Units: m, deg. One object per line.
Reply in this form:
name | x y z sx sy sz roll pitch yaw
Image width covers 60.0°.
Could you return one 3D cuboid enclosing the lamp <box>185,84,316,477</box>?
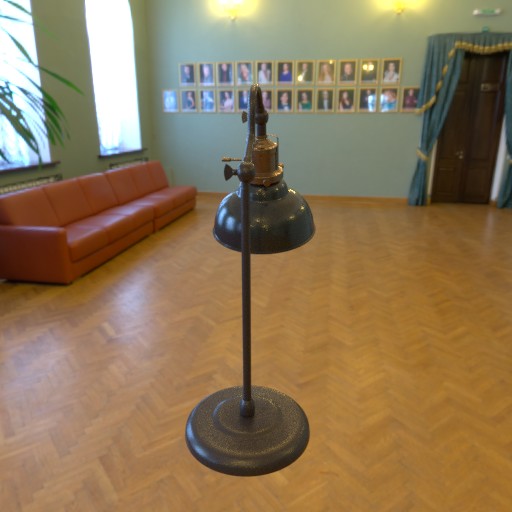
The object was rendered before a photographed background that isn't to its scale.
lamp | 0.000 0.000 0.700 0.192 0.508 0.374 2 17 8
